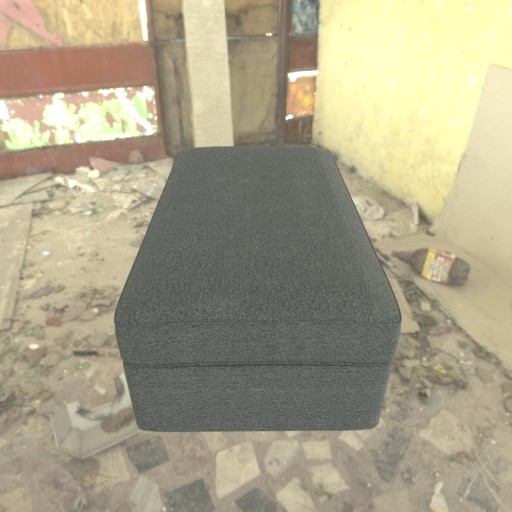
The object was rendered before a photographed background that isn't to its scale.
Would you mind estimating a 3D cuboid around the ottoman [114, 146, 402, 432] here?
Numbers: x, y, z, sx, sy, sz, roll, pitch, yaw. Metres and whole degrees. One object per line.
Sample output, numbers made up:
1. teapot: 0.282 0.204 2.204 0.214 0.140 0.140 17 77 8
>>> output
1. ottoman: 0.000 0.000 1.591 0.681 0.494 1.173 0 33 0
